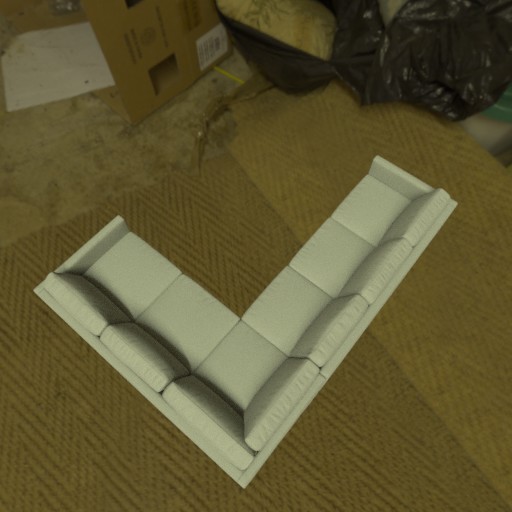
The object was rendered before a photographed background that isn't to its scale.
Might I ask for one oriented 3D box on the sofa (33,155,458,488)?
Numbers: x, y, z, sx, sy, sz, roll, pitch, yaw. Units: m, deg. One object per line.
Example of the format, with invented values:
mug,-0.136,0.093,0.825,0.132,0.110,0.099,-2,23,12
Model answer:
sofa,0.000,0.000,4.270,2.432,0.871,3.182,37,69,16
